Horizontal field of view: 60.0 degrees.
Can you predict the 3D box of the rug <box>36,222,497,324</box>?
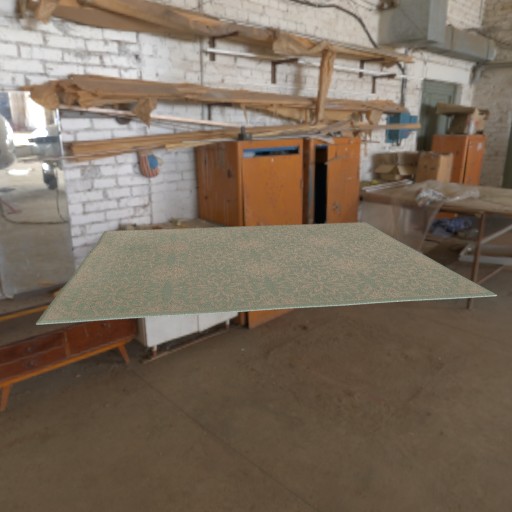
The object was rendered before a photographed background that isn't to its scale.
[{"bbox_3d":[0.000,0.000,3.934,2.980,0.012,2.363,-3,17,-8],"label":"rug"}]
